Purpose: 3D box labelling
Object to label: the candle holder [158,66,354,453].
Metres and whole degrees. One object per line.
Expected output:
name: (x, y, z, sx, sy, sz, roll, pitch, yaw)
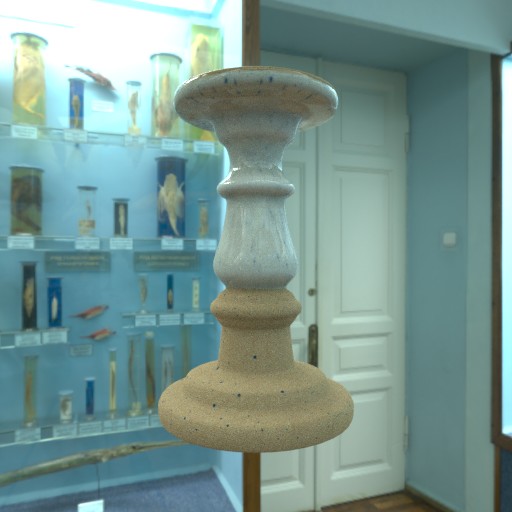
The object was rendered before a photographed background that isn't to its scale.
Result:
candle holder: (0.000, 0.000, 0.284, 0.123, 0.202, 0.123, 0, 0, 0)
